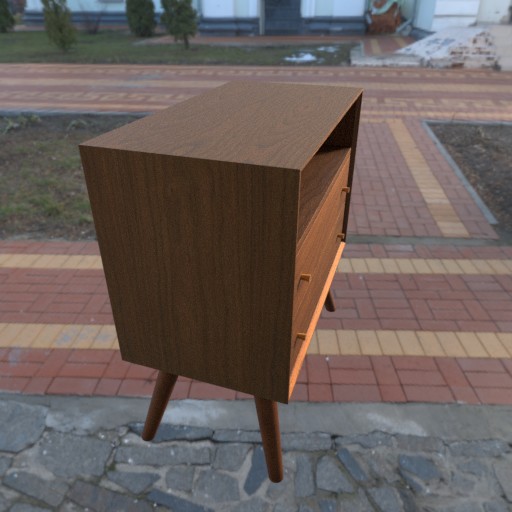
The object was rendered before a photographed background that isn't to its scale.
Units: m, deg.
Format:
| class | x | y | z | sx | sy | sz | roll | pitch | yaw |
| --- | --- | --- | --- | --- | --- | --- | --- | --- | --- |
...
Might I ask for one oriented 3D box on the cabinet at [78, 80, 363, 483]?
| class | x | y | z | sx | sy | sz | roll | pitch | yaw |
| --- | --- | --- | --- | --- | --- | --- | --- | --- | --- |
| cabinet | 0.000 | 0.000 | 1.166 | 0.388 | 0.748 | 0.712 | 10 | 32 | 16 |
